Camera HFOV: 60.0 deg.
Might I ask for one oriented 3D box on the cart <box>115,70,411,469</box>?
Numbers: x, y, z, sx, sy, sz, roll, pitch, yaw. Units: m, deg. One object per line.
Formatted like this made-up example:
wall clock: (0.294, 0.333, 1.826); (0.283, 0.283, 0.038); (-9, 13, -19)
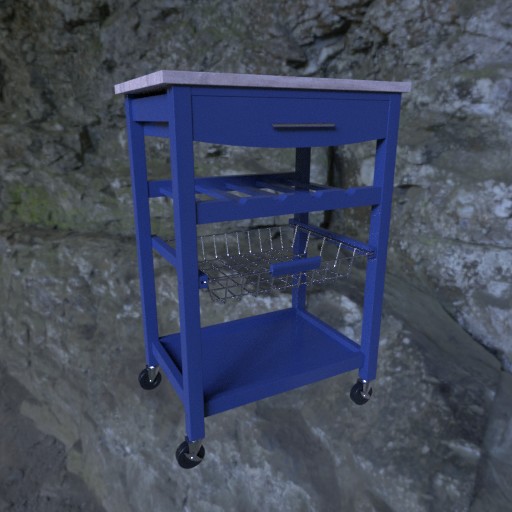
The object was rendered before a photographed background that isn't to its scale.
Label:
cart: (0.000, 0.000, 1.156); (0.584, 0.839, 0.403); (-9, 19, -27)
